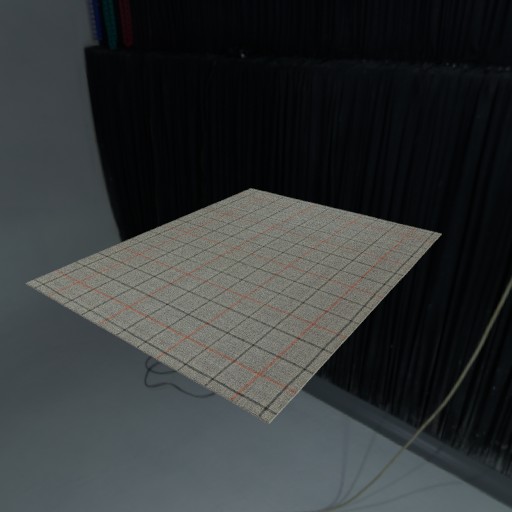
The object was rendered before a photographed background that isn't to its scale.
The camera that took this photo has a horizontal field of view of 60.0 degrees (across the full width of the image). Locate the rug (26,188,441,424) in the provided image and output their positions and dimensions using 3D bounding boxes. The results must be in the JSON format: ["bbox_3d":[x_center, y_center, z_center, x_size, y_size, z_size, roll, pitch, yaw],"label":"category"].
[{"bbox_3d":[0.000,0.000,4.068,2.444,0.012,3.048,19,32,32],"label":"rug"}]
